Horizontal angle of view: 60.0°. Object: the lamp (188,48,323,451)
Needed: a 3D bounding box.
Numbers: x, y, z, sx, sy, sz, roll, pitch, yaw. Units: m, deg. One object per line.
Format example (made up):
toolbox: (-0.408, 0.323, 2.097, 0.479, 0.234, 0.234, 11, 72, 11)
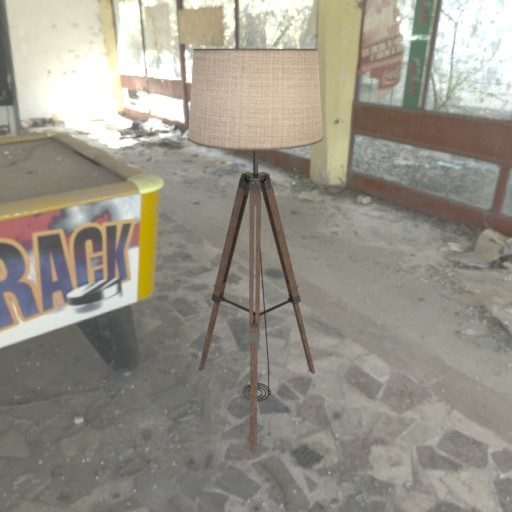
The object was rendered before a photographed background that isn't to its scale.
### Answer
lamp: (0.000, 0.000, 1.783, 0.604, 1.510, 0.587, 0, 25, 1)
